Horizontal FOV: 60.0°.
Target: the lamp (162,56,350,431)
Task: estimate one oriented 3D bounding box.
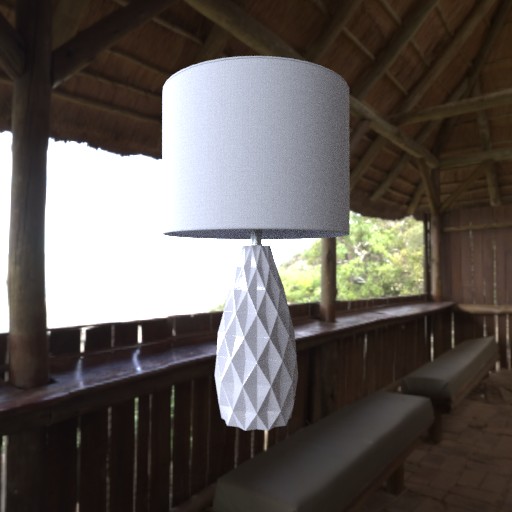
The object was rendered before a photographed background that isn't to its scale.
[{"bbox_3d":[0.000,0.000,0.717,0.297,0.522,0.297,0,-1,0],"label":"lamp"}]
